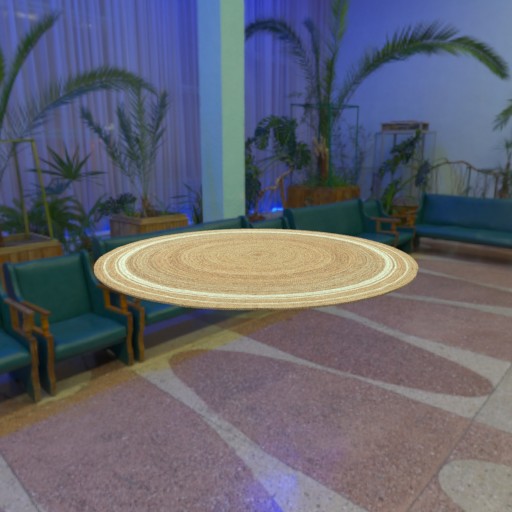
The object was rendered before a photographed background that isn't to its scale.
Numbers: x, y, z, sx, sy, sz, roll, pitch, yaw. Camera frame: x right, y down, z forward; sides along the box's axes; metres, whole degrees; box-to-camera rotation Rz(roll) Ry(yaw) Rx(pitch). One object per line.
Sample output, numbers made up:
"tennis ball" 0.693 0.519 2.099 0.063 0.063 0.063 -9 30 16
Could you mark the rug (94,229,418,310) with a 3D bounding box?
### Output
"rug" 0.000 0.000 3.543 2.444 0.015 2.444 0 13 0
